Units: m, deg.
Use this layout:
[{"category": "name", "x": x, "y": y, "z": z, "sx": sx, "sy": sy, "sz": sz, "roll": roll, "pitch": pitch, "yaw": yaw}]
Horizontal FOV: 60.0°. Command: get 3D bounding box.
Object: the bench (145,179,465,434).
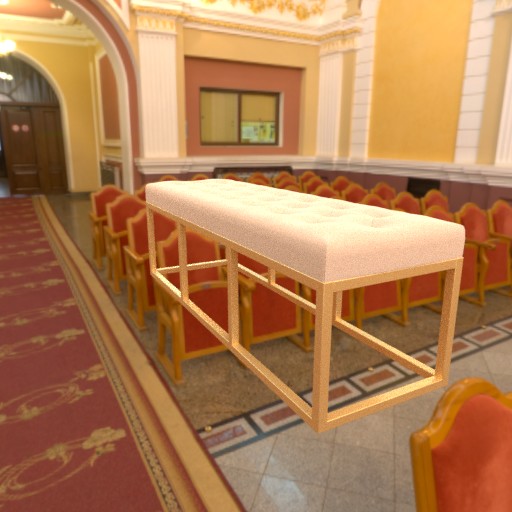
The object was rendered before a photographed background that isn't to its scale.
[{"category": "bench", "x": 0.000, "y": 0.000, "z": 1.729, "sx": 0.457, "sy": 0.484, "sz": 1.473, "roll": -8, "pitch": 17, "yaw": -27}]
